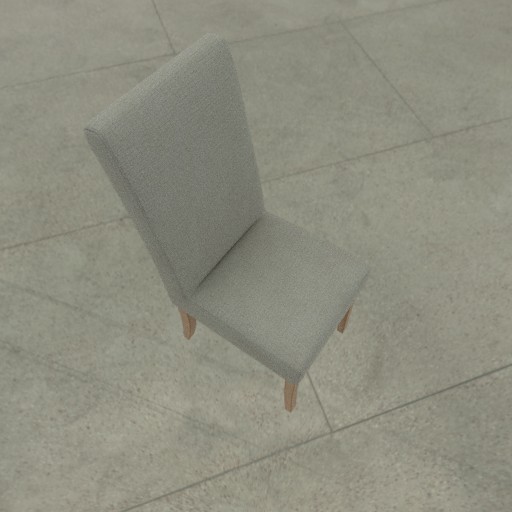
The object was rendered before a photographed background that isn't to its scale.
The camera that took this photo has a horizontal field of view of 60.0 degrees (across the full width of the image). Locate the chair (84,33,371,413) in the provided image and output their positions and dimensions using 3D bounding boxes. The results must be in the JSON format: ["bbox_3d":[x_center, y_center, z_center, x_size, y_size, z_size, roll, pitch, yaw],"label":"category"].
[{"bbox_3d":[0.000,0.000,1.352,0.611,1.033,0.450,31,62,18],"label":"chair"}]
